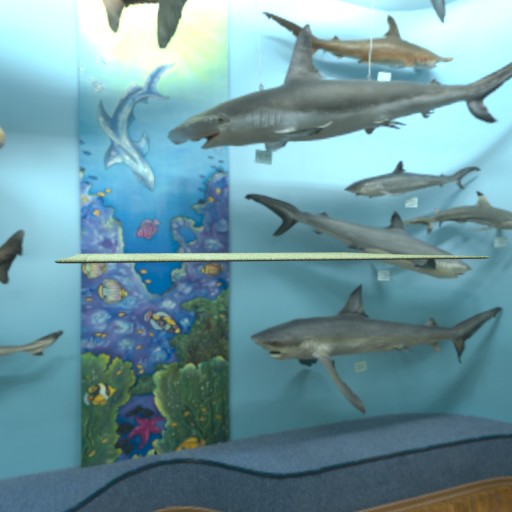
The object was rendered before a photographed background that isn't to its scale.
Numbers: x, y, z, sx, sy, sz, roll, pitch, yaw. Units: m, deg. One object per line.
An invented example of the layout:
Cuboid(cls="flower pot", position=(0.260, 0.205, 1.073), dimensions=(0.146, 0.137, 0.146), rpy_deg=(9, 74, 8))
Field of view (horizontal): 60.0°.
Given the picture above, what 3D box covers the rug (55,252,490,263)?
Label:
Cuboid(cls="rug", position=(0.000, 0.000, 2.917), dimensions=(2.270, 0.017, 1.606), rpy_deg=(0, 1, -19))
